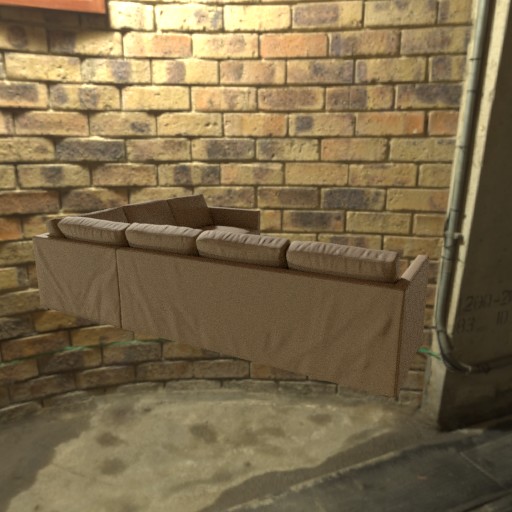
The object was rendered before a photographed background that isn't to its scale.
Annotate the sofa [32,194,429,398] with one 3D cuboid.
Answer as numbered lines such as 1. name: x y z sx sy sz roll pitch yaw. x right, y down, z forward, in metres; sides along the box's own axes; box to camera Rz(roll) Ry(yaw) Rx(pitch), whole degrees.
1. sofa: 0.000 0.000 4.229 3.182 0.871 2.432 7 16 27
